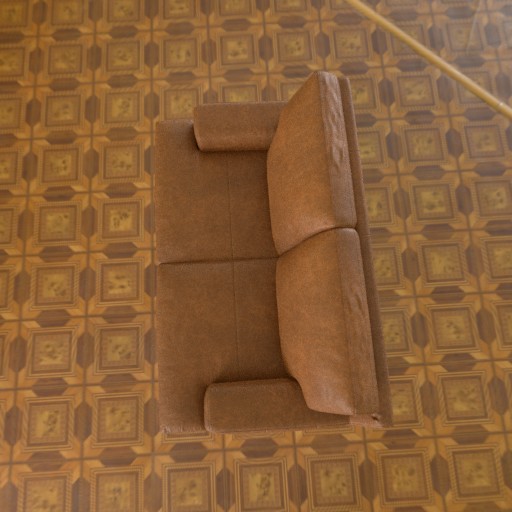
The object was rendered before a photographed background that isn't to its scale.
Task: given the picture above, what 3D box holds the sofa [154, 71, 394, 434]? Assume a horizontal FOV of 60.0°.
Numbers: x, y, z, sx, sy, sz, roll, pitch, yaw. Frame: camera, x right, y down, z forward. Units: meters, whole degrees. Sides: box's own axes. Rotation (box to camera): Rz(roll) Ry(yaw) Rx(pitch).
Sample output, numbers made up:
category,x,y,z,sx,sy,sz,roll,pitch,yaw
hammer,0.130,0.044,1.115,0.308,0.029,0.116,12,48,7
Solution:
category,x,y,z,sx,sy,sz,roll,pitch,yaw
sofa,0.000,0.000,2.464,1.144,0.966,1.880,-4,77,-1
